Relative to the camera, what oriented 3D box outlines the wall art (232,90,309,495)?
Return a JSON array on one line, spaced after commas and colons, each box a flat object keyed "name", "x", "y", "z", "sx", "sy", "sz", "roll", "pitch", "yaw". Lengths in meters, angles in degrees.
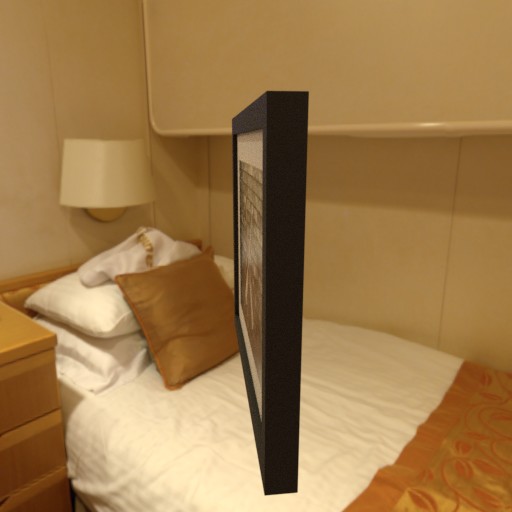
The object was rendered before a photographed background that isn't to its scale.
[{"name": "wall art", "x": 0.000, "y": 0.000, "z": 0.527, "sx": 0.029, "sy": 0.330, "sz": 0.381, "roll": -2, "pitch": 14, "yaw": -6}]
